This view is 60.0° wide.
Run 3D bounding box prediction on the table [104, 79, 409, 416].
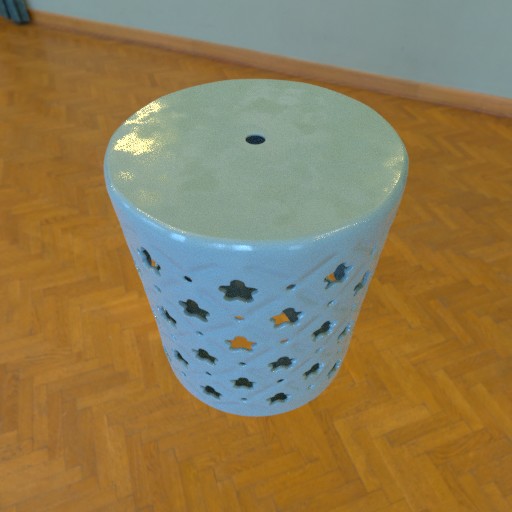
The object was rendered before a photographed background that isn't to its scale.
[{"bbox_3d":[0.000,0.000,0.651,0.352,0.387,0.352,0,46,0],"label":"table"}]
